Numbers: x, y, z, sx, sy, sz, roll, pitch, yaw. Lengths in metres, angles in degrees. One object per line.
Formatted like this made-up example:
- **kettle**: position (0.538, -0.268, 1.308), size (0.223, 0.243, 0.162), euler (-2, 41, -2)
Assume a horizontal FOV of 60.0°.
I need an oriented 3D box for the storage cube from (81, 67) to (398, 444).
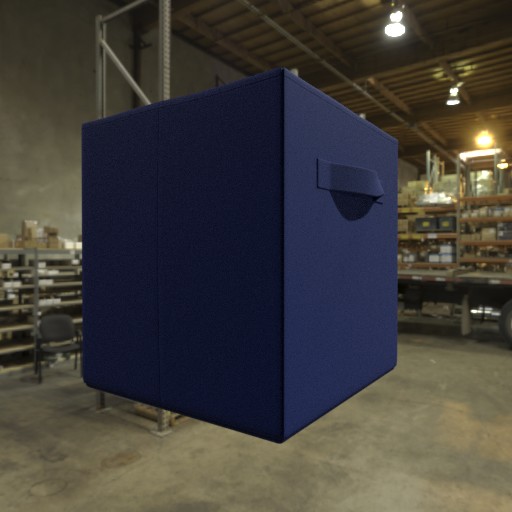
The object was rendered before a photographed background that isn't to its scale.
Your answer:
- **storage cube**: position (0.000, 0.000, 0.500), size (0.270, 0.280, 0.270), euler (0, 1, 35)
